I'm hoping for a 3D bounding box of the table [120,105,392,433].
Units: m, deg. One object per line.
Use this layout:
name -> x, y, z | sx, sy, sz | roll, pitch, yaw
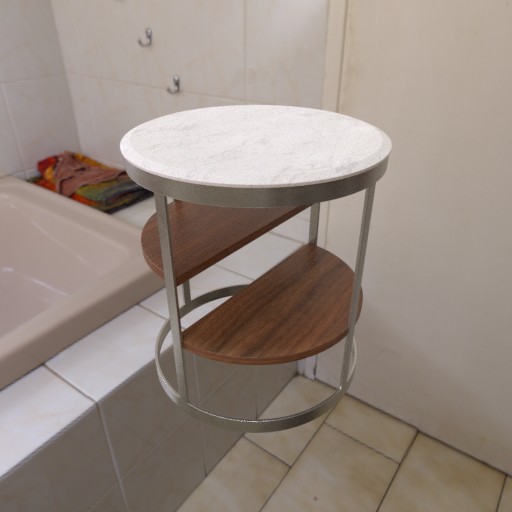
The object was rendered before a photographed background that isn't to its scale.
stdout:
table -> 0.000, 0.000, 0.797 | 0.407, 0.447, 0.407 | 0, 31, 0
